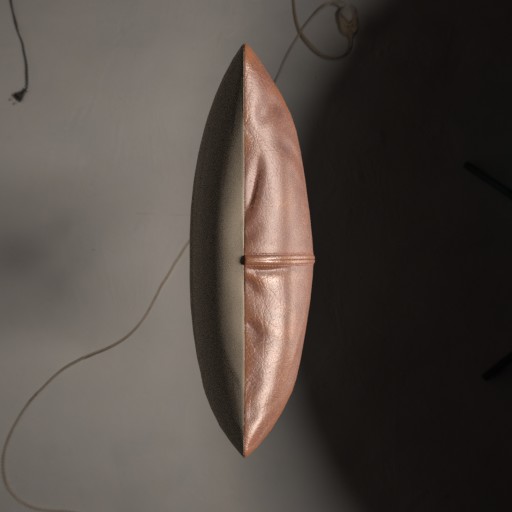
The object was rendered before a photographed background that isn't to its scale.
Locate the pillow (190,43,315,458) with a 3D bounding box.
[{"bbox_3d":[0.000,0.000,0.727,0.192,0.470,0.484,0,90,1],"label":"pillow"}]
